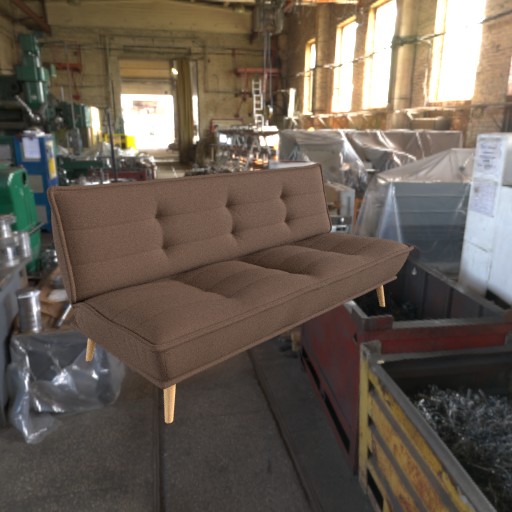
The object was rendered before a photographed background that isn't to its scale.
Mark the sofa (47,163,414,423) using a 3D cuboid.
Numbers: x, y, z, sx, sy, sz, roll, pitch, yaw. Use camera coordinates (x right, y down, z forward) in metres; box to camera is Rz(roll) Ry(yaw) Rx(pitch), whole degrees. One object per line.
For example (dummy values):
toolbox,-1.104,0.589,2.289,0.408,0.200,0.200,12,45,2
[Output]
sofa,0.000,0.000,2.464,0.950,0.890,1.940,15,22,42
